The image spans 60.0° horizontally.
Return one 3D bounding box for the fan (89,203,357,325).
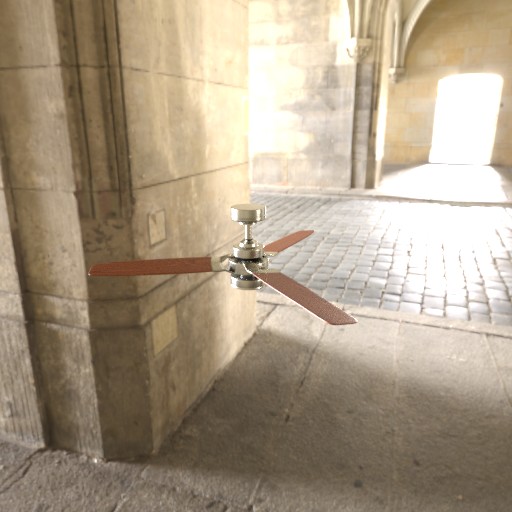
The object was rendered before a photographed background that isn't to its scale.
[{"bbox_3d":[0.000,0.000,2.082,1.416,0.410,1.271,-9,19,-26],"label":"fan"}]
